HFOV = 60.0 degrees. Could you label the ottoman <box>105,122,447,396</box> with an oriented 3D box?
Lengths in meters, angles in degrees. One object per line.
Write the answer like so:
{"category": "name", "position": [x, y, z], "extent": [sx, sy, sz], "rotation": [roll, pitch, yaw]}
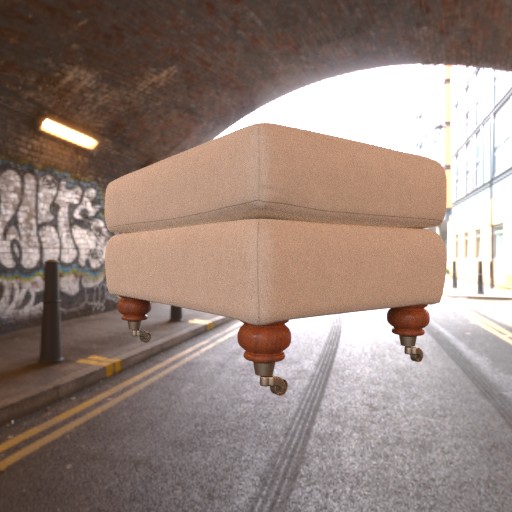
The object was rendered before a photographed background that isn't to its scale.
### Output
{"category": "ottoman", "position": [0.000, 0.000, 1.150], "extent": [0.569, 0.499, 0.773], "rotation": [0, 0, -37]}
